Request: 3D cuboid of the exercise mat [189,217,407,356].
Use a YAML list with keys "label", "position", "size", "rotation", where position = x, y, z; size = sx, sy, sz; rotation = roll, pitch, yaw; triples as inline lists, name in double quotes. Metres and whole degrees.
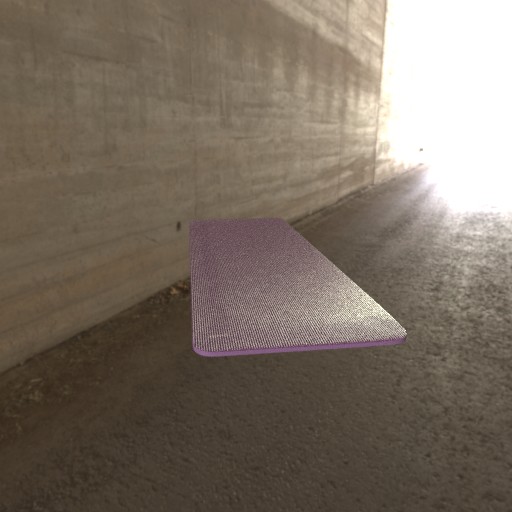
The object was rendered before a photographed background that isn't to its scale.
- label: "exercise mat"
  position: [0.000, 0.000, 2.088]
  size: [0.616, 0.021, 1.869]
  rotation: [-2, 16, -8]
